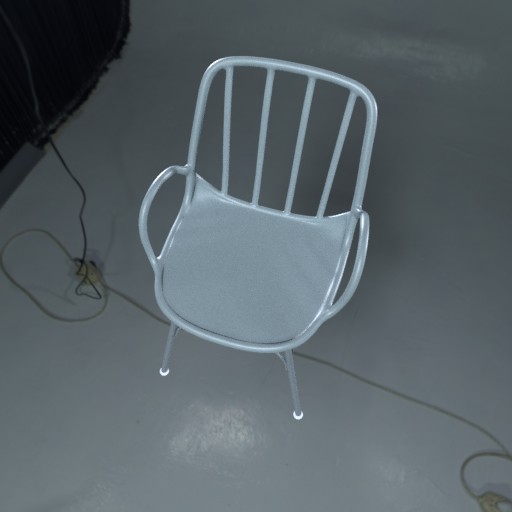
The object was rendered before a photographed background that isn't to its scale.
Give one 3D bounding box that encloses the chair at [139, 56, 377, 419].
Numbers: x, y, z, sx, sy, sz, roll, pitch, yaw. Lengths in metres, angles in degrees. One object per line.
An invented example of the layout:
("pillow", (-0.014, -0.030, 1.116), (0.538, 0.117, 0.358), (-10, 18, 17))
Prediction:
("chair", (0.000, 0.000, 1.232), (0.549, 0.816, 0.597), (15, 60, 9))
